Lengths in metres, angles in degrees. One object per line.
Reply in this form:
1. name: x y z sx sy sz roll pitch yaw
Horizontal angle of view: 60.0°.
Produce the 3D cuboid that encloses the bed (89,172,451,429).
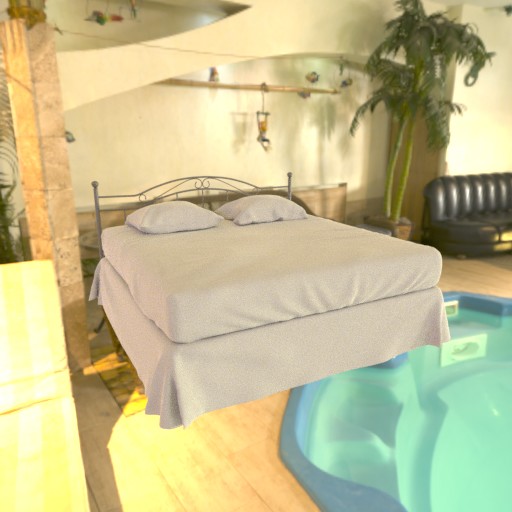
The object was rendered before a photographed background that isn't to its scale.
1. bed: 0.000 0.000 3.495 2.309 1.080 2.220 -8 17 -27
